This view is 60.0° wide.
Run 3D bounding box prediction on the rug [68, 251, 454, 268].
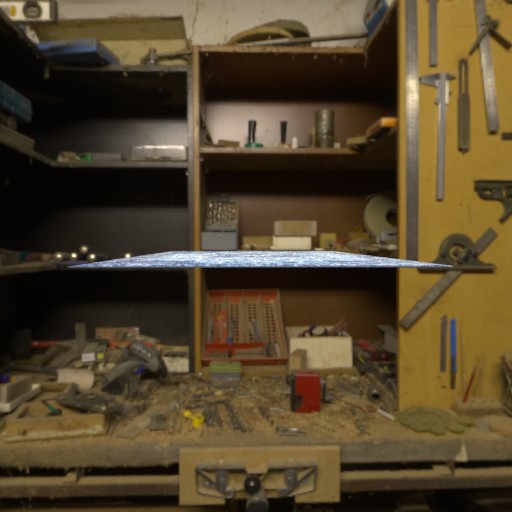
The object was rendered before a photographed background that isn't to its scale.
[{"bbox_3d":[0.000,0.000,2.961,1.525,0.007,2.440,0,2,-1],"label":"rug"}]
